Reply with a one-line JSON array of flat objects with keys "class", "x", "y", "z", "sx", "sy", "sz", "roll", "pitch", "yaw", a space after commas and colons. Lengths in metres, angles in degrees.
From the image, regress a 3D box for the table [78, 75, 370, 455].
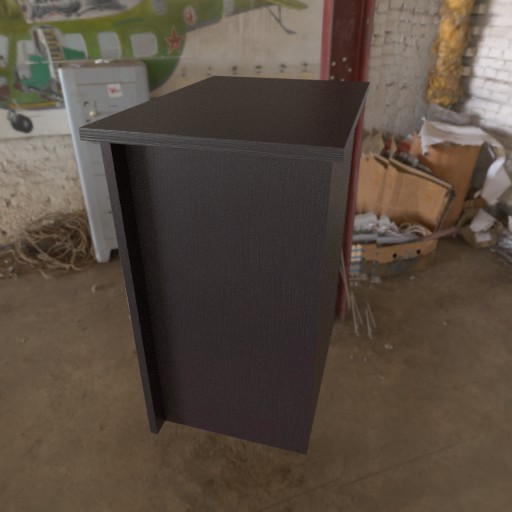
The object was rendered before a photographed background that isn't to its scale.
[{"class": "table", "x": 0.000, "y": 0.000, "z": 1.052, "sx": 0.408, "sy": 0.711, "sz": 0.589, "roll": 8, "pitch": 31, "yaw": 14}]
